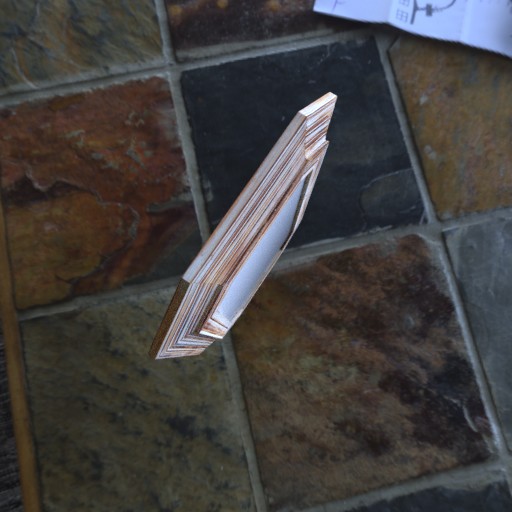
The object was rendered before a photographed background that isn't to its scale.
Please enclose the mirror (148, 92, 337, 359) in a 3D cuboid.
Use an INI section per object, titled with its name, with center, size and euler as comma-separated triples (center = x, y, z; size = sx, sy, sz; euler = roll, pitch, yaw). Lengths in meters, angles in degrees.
[mirror]
center = 0.000, 0.000, 1.310
size = 0.061, 1.015, 0.709
euler = 33, 80, 6
